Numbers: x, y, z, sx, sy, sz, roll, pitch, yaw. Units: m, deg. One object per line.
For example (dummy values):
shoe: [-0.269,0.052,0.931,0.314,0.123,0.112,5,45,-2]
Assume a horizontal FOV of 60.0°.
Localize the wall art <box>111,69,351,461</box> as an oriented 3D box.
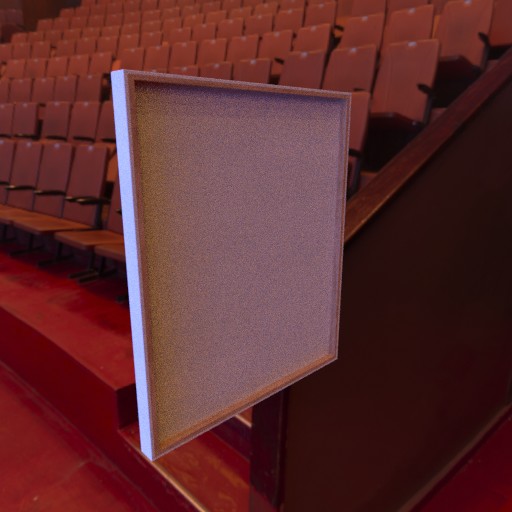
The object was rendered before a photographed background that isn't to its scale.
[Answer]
wall art: [0.000,0.000,0.836,0.508,0.606,0.037,-14,21,-42]
